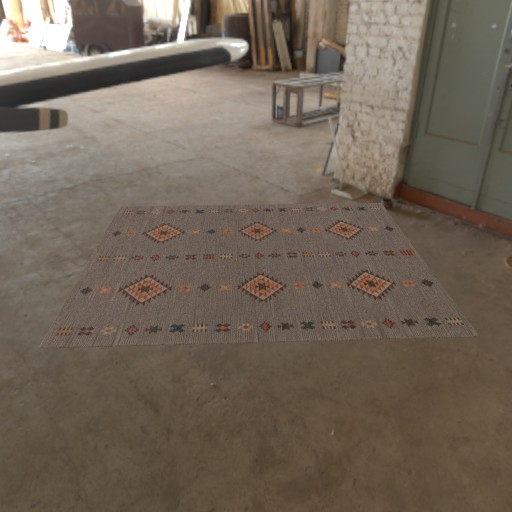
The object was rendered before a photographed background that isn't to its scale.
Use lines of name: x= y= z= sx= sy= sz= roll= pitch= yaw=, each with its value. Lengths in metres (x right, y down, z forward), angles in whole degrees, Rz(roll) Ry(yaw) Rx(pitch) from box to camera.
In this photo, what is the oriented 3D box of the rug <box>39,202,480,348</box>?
rug: x=0.000 y=0.000 z=4.099 sx=3.035 sy=0.008 sz=2.425 roll=-1 pitch=29 yaw=-2
